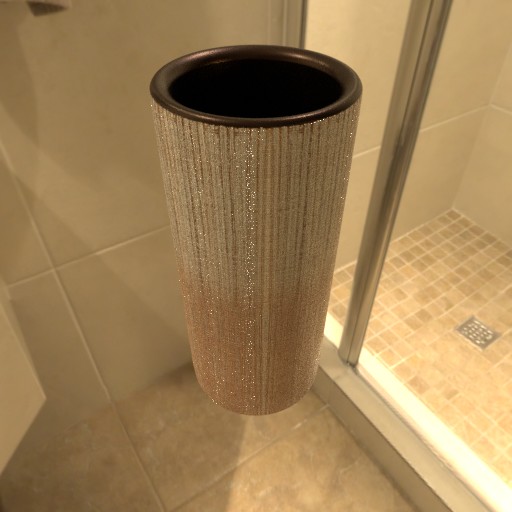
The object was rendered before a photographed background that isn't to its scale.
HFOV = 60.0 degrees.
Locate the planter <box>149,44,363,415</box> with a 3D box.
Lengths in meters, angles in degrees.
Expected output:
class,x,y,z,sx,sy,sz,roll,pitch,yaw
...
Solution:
class,x,y,z,sx,sy,sz,roll,pitch,yaw
planter,0.000,0.000,0.284,0.100,0.227,0.100,13,43,14
